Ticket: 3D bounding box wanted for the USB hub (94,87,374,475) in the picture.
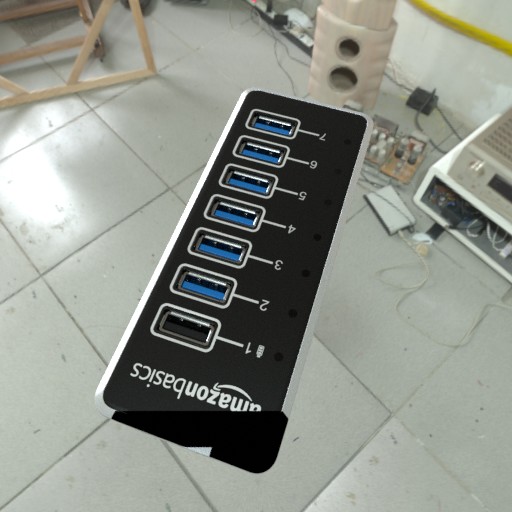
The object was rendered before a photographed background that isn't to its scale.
[{"bbox_3d":[0.000,0.000,0.131,0.044,0.023,0.110,17,64,8],"label":"USB hub"}]
